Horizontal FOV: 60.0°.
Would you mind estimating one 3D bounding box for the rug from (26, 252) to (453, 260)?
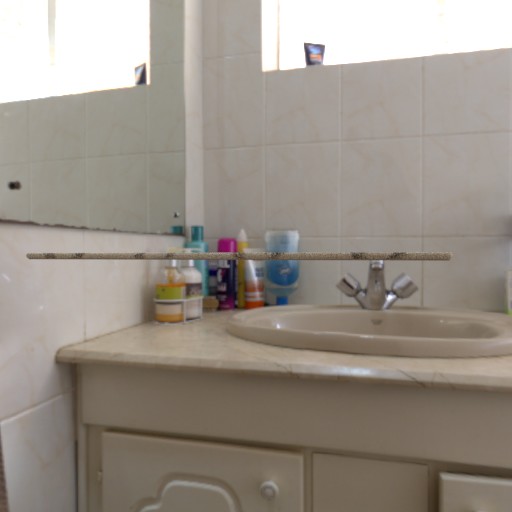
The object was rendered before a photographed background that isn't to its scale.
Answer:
[{"bbox_3d":[0.000,0.000,2.140,1.600,0.025,1.200,0,0,17],"label":"rug"}]
